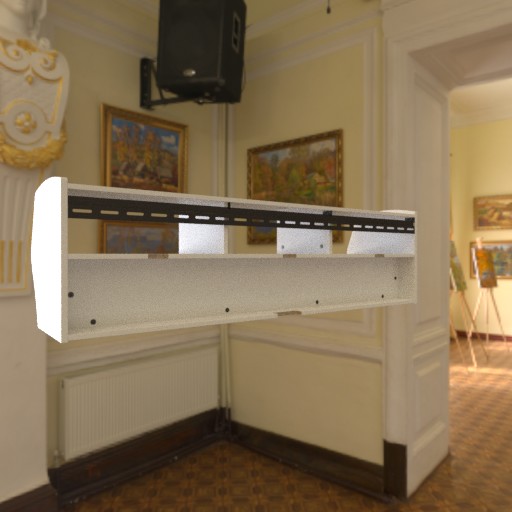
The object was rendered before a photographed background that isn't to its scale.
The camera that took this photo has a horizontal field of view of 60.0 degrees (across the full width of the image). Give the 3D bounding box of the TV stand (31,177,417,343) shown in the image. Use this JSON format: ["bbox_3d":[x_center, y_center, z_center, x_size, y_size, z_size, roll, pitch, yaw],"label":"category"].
[{"bbox_3d":[0.000,0.000,1.678,1.473,0.424,0.397,0,0,-36],"label":"TV stand"}]
